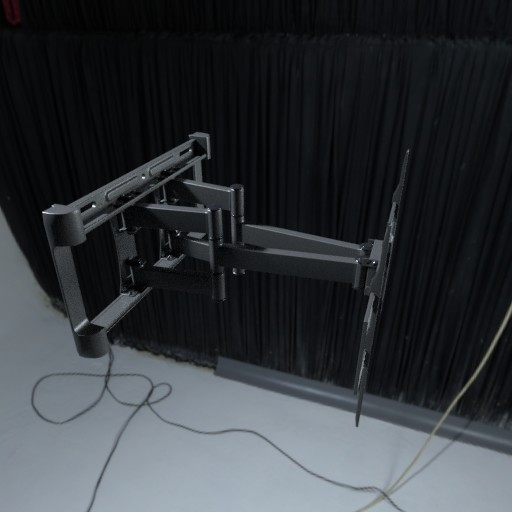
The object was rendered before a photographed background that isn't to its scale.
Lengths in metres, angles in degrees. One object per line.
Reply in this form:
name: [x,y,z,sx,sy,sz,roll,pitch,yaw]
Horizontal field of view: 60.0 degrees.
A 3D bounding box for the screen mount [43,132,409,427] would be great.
screen mount: [0.000,0.000,1.123,0.644,0.491,0.661,10,31,17]
